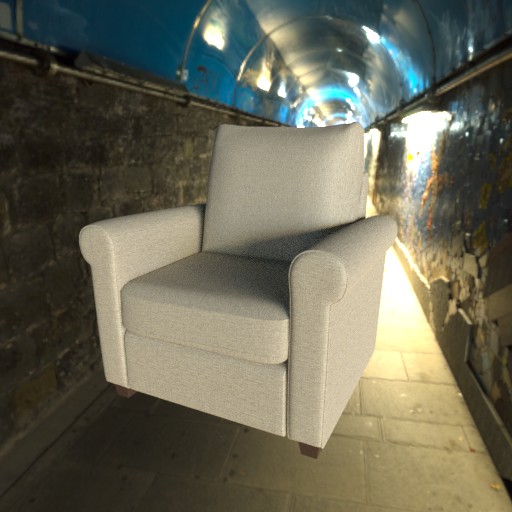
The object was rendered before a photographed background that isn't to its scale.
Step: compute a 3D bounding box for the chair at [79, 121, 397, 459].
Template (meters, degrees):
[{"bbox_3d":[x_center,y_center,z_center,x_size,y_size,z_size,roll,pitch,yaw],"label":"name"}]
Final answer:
[{"bbox_3d":[0.000,0.000,2.309,1.275,1.349,1.180,7,16,26],"label":"chair"}]
